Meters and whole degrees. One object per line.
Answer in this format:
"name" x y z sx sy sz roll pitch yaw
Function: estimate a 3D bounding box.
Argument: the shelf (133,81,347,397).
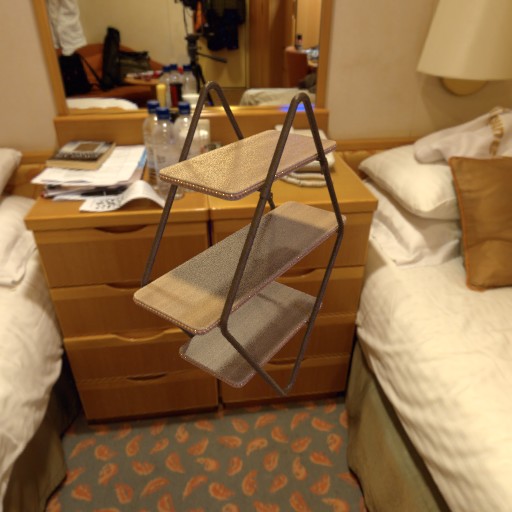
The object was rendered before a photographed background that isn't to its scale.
"shelf" 0.000 0.000 1.067 0.234 0.774 0.609 20 36 30
